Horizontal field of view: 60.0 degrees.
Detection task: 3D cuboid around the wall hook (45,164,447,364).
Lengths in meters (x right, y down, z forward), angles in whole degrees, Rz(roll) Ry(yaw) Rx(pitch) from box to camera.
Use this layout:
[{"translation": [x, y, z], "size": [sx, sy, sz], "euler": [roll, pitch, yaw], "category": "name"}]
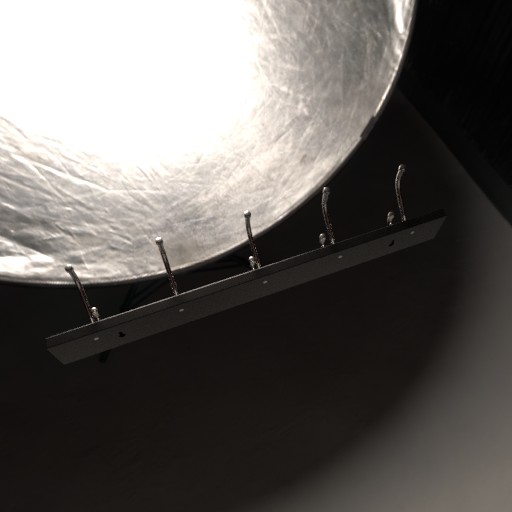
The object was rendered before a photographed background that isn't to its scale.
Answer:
[{"translation": [0.000, 0.000, 0.612], "size": [0.571, 0.117, 0.071], "euler": [-18, 60, -11], "category": "wall hook"}]
